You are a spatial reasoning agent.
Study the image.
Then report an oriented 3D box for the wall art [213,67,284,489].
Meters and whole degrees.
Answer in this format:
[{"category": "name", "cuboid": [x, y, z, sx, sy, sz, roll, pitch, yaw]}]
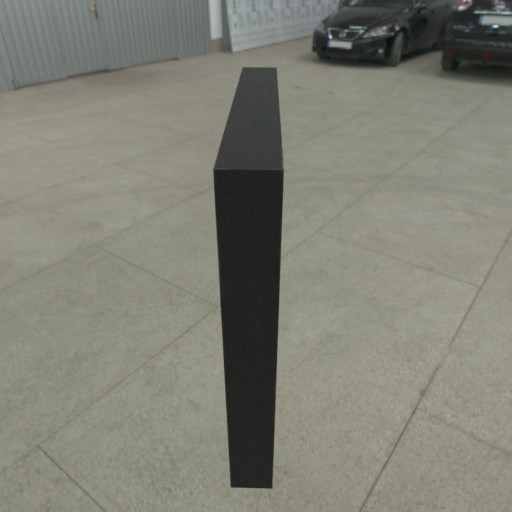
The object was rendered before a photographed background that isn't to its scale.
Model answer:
[{"category": "wall art", "cuboid": [0.000, 0.000, 0.448, 0.038, 0.305, 0.305, 1, 33, 1]}]
